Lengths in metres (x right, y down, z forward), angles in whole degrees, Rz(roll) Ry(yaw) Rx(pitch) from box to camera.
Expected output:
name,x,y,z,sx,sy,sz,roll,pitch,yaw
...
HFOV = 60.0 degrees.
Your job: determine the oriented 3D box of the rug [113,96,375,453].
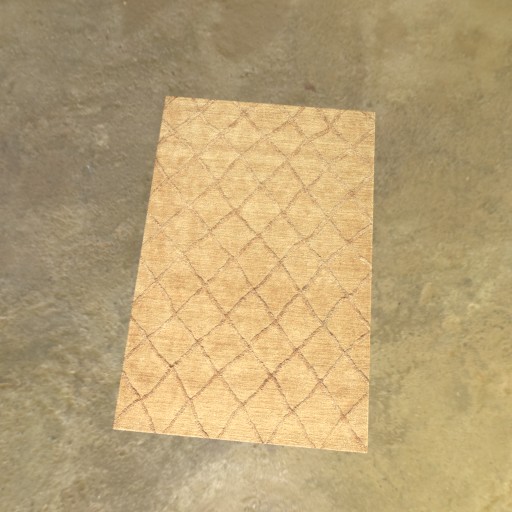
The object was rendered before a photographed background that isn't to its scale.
name,x,y,z,sx,sy,sz,roll,pitch,yaw
rug,0.000,0.000,2.934,1.528,0.014,2.292,5,75,1
